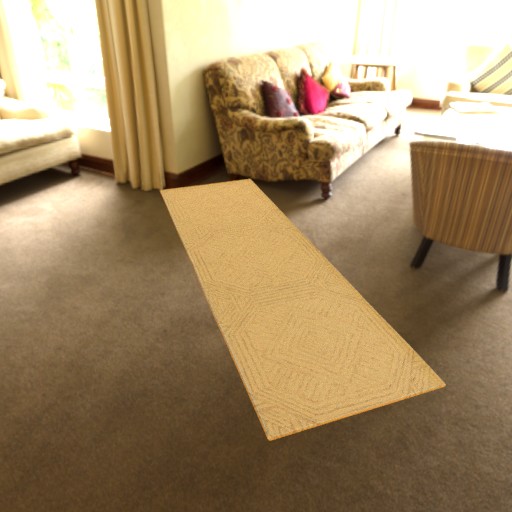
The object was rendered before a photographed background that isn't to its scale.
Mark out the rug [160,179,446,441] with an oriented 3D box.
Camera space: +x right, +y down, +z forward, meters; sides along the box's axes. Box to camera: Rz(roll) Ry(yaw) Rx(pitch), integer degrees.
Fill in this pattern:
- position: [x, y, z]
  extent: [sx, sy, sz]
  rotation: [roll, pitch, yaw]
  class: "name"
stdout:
- position: [0.000, 0.000, 2.677]
  extent: [0.775, 0.012, 2.452]
  rotation: [-10, 32, -17]
  class: "rug"
